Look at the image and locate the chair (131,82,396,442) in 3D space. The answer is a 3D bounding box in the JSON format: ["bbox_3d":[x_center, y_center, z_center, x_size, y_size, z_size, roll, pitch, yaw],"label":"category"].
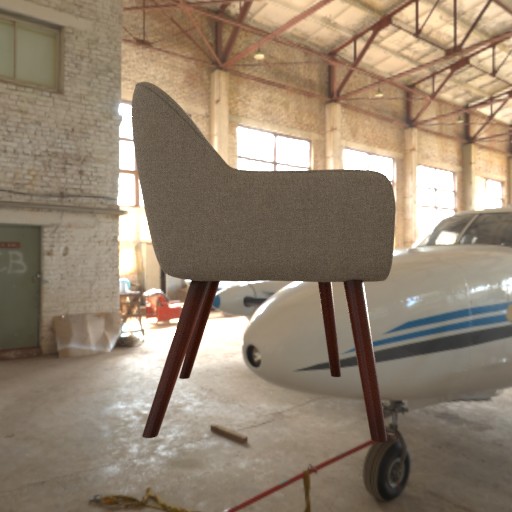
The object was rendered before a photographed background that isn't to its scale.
[{"bbox_3d":[0.000,0.000,1.245,0.610,0.813,0.610,0,0,0],"label":"chair"}]
